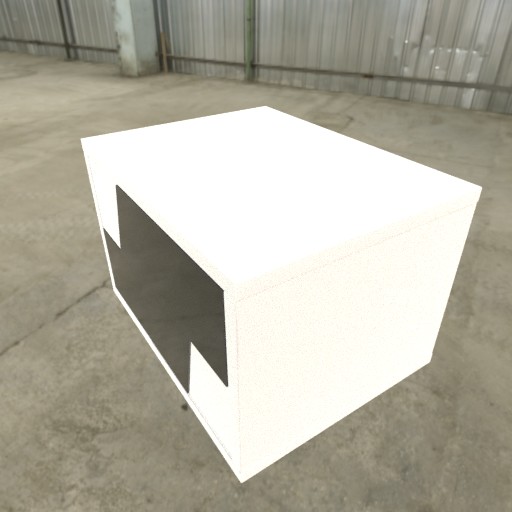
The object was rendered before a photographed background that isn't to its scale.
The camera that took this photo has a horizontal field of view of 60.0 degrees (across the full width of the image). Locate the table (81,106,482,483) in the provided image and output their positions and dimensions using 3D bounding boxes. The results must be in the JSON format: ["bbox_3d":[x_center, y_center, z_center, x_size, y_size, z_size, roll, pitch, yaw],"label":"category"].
[{"bbox_3d":[0.000,0.000,0.789,0.399,0.357,0.517,-20,38,-28],"label":"table"}]
